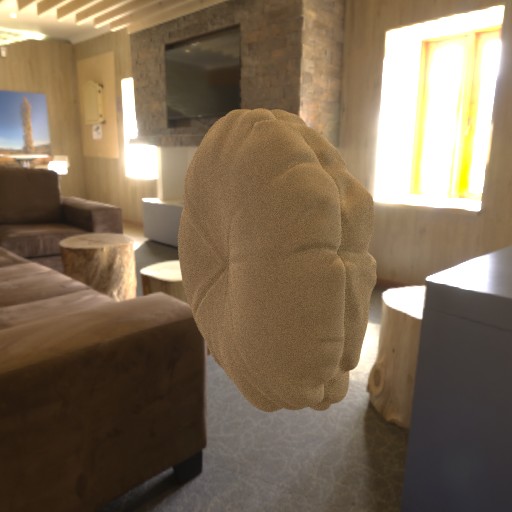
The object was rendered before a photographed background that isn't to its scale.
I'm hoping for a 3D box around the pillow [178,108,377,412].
[{"bbox_3d":[0.000,0.000,0.643,0.148,0.407,0.428,-7,15,-27],"label":"pillow"}]
